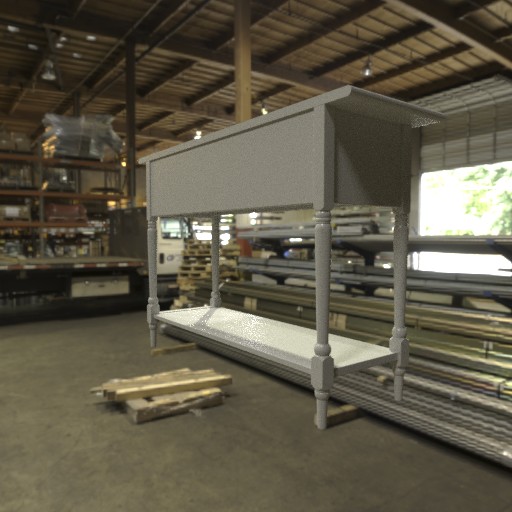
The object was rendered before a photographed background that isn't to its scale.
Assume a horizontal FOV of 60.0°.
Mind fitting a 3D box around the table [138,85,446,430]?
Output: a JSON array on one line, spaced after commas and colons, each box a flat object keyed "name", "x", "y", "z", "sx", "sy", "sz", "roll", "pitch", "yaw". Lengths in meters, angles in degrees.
[{"name": "table", "x": 0.000, "y": 0.000, "z": 1.578, "sx": 0.384, "sy": 0.808, "sz": 1.197, "roll": -2, "pitch": 3, "yaw": -37}]
